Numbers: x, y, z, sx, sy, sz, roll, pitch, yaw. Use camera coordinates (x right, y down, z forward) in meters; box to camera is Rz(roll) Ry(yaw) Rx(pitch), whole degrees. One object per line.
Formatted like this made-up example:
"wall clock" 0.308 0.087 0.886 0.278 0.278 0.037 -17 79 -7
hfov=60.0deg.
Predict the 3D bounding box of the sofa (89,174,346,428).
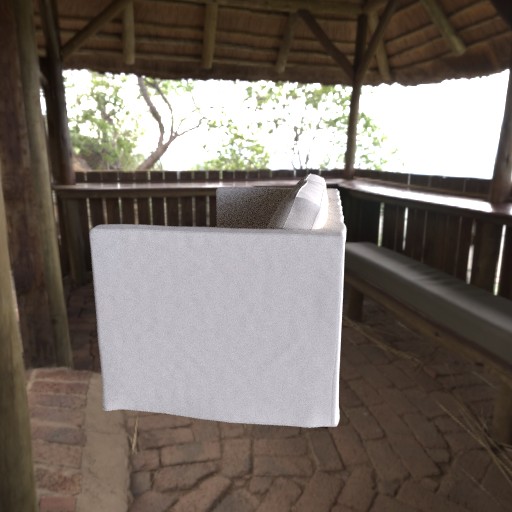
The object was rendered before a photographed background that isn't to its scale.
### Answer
"sofa" 0.000 0.000 2.527 0.940 0.870 1.987 2 13 9
